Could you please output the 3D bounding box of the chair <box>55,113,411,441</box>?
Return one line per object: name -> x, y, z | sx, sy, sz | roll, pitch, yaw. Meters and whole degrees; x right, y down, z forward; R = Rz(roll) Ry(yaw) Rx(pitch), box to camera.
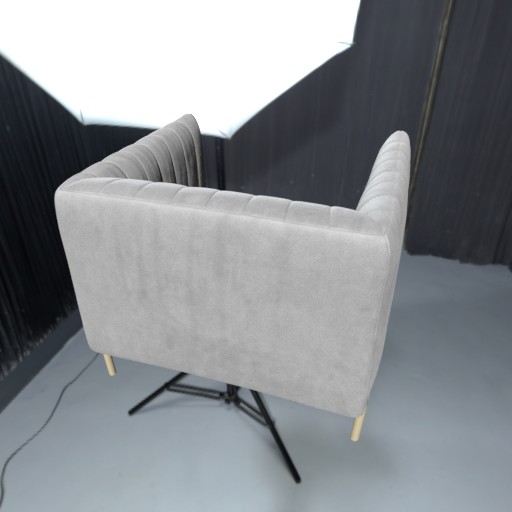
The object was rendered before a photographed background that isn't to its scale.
chair -> 0.000, 0.000, 1.610 | 0.981, 0.779, 0.873 | 10, 33, 15
